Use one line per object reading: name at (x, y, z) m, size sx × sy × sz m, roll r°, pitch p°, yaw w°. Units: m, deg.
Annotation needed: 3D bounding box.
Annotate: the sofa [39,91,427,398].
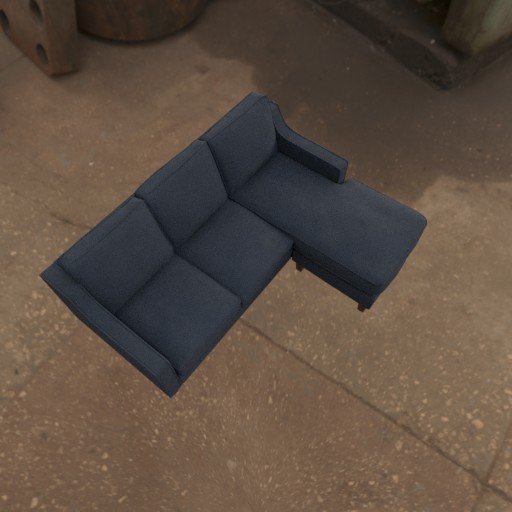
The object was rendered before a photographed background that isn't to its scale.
sofa at (0.000, 0.000, 3.396) m, size 1.858 × 1.066 × 2.317 m, roll 34°, pitch 65°, yaw 18°
